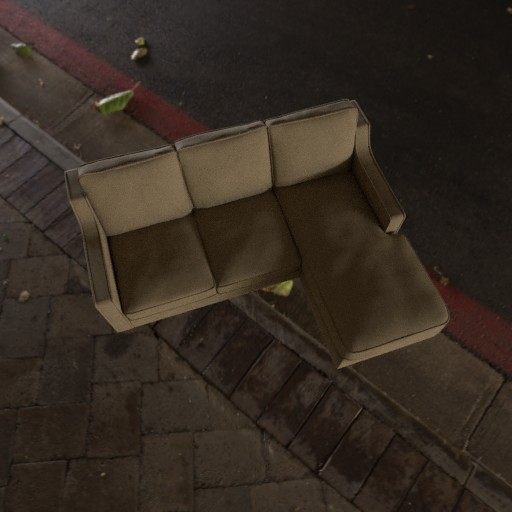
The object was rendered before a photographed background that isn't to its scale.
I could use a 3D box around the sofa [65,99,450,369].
[{"bbox_3d":[0.000,0.000,3.272,2.317,1.066,1.858,-16,64,-8],"label":"sofa"}]
